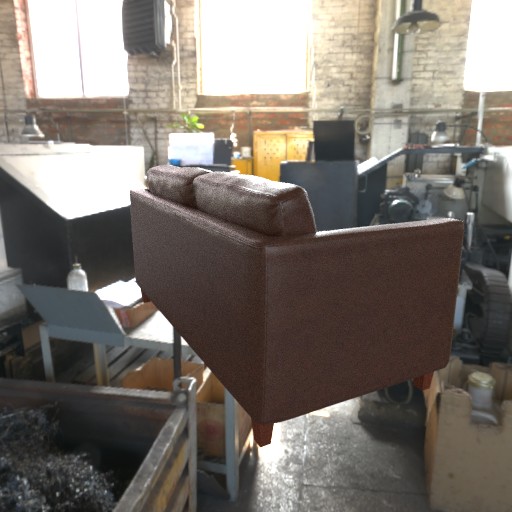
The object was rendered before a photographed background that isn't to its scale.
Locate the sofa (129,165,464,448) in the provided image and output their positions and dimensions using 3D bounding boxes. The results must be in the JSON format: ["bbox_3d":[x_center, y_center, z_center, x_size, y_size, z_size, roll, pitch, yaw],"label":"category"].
[{"bbox_3d":[0.000,0.000,2.407,0.951,0.933,1.883,-7,16,-27],"label":"sofa"}]
